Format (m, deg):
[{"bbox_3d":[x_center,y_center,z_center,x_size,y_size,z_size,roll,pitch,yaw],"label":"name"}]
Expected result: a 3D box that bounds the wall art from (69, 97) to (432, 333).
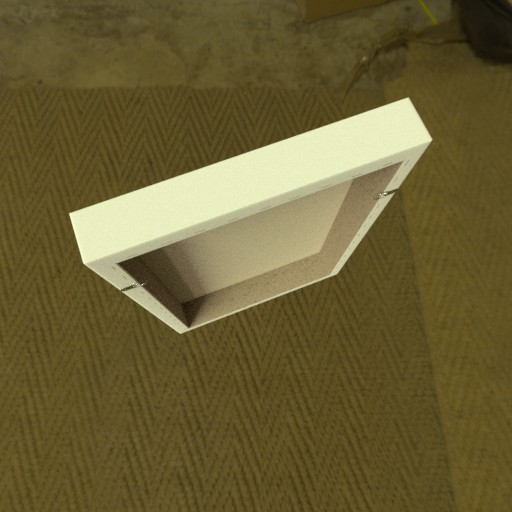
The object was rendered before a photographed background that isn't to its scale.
[{"bbox_3d":[0.000,0.000,0.486,0.252,0.381,0.039,-20,74,-6],"label":"wall art"}]
